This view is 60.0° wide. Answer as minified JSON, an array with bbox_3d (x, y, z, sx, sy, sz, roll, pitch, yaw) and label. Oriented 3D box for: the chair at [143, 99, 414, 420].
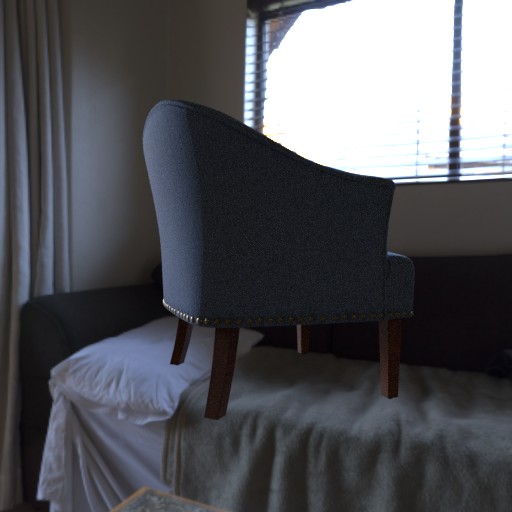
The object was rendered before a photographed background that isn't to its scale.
[{"bbox_3d":[0.000,0.000,1.450,0.704,0.815,0.798,0,1,-19],"label":"chair"}]
